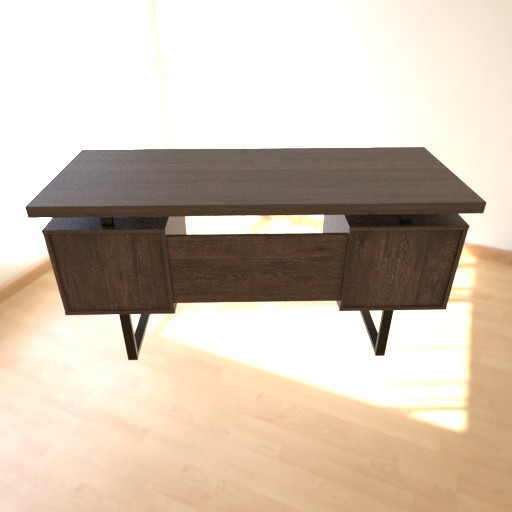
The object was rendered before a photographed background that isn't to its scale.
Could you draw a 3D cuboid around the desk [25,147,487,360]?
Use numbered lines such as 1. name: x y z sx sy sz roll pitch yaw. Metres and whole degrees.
1. desk: 0.000 0.000 1.915 1.524 0.760 0.600 -1 31 -1
